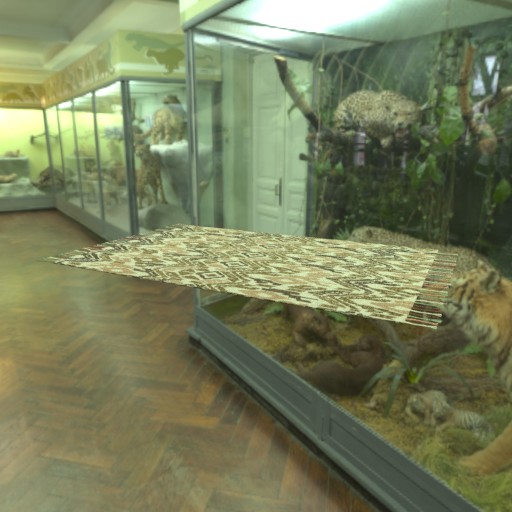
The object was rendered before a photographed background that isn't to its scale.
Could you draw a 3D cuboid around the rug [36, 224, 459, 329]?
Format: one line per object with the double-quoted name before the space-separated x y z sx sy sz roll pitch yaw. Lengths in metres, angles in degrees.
"rug" 0.000 0.000 2.984 2.438 0.008 1.524 7 16 26
